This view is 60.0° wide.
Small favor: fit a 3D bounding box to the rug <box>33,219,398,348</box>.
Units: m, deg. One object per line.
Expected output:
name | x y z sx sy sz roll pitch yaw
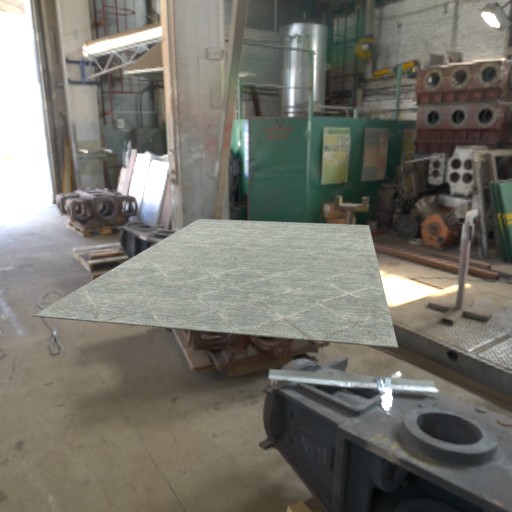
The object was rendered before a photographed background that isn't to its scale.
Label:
rug | 0.000 0.000 2.858 1.521 0.006 2.283 3 16 11
